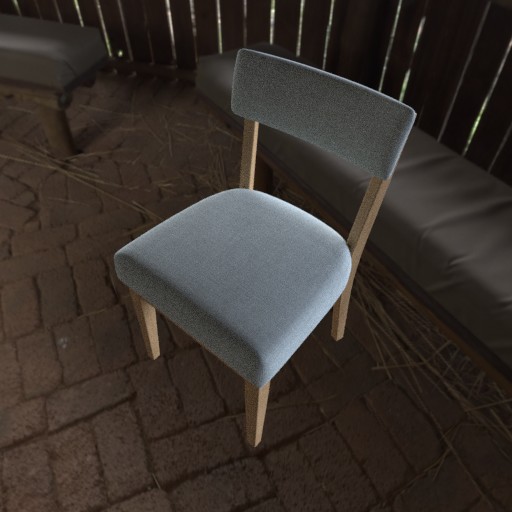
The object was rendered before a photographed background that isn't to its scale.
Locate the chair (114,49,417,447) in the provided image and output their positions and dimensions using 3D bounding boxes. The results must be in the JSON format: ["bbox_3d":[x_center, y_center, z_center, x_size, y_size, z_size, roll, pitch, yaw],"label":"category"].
[{"bbox_3d":[0.000,0.000,1.190,0.508,0.832,0.572,32,55,26],"label":"chair"}]
